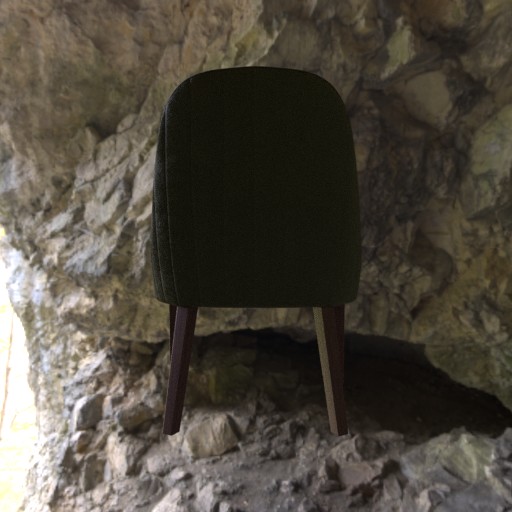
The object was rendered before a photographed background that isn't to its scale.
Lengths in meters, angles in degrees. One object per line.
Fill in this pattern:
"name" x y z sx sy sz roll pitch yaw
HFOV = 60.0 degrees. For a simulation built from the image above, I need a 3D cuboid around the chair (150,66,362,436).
"chair" 0.000 0.000 1.303 0.643 0.889 0.575 0 0 1
